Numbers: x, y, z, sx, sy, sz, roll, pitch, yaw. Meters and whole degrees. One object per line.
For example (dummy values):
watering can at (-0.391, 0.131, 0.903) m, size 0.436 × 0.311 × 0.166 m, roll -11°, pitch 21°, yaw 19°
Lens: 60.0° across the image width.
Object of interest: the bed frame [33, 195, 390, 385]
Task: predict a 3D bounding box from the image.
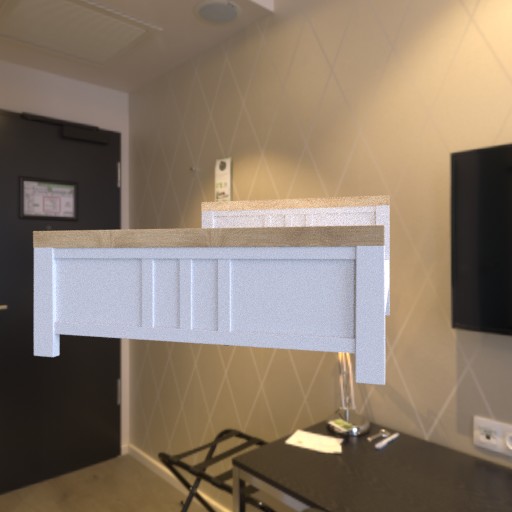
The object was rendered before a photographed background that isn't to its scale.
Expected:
bed frame at (0.000, 0.000, 2.920) m, size 1.670 × 0.980 × 2.050 m, roll 0°, pitch 0°, yaw 17°
